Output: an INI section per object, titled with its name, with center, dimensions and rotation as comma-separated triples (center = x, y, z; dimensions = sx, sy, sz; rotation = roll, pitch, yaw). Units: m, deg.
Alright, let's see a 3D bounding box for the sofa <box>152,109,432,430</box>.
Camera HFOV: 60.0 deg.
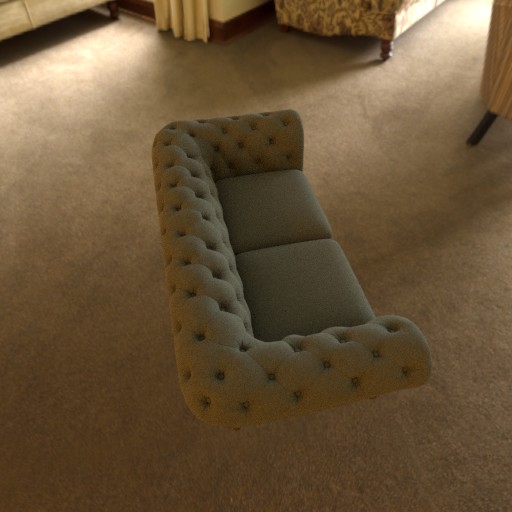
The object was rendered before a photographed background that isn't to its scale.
[sofa]
center = 0.000, 0.000, 2.491
dimensions = 0.986, 0.764, 1.998
rotation = -10, 48, -9
